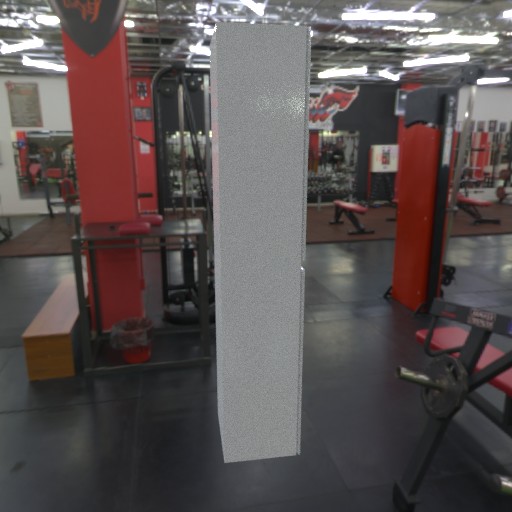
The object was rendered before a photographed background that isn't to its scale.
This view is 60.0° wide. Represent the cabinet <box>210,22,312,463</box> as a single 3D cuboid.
[{"bbox_3d":[0.000,0.000,1.542,0.270,1.400,0.300,-2,14,-9],"label":"cabinet"}]
